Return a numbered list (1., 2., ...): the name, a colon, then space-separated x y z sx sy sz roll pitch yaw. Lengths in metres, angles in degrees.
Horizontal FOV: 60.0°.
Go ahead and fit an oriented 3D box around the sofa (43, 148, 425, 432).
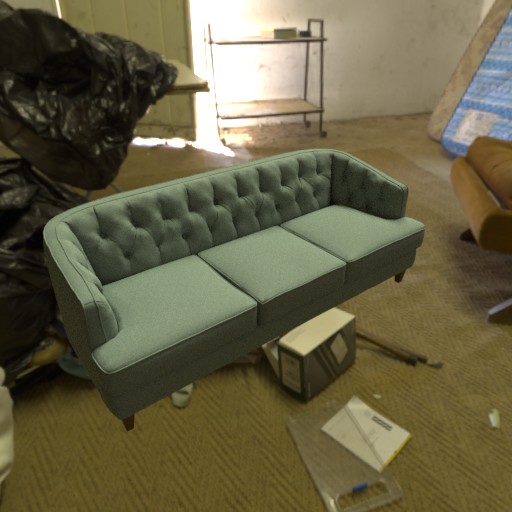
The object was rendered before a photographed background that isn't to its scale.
1. sofa: 0.000 0.000 2.735 2.278 0.855 0.941 -21 36 -32
